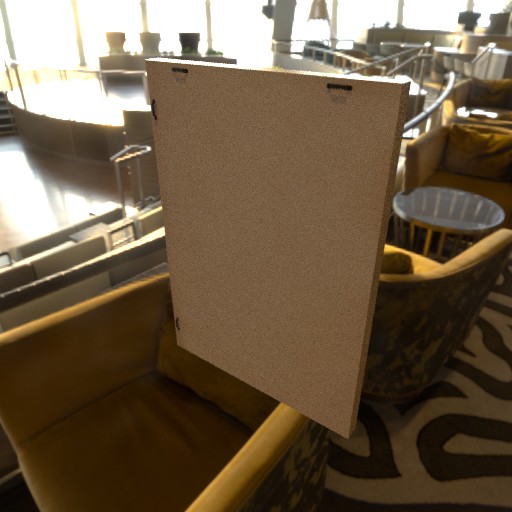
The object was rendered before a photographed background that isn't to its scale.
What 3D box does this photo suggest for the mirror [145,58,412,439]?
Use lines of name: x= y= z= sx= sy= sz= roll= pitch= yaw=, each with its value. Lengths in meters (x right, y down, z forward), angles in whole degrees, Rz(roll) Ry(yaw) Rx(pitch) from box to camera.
mirror: x=0.000 y=0.000 z=0.906 sx=0.507 sy=0.710 sz=0.039 roll=20 pitch=35 yaw=31
